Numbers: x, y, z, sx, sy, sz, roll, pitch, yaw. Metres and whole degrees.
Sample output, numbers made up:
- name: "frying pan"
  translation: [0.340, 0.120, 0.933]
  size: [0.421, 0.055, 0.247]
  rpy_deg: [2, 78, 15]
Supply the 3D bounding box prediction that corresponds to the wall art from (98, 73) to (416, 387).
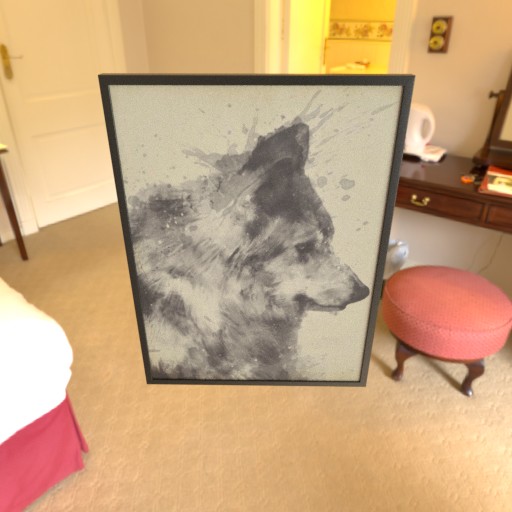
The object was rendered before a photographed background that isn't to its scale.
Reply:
- name: "wall art"
  translation: [0.000, 0.000, 1.391]
  size: [0.804, 1.061, 0.039]
  rpy_deg: [0, 28, 1]
